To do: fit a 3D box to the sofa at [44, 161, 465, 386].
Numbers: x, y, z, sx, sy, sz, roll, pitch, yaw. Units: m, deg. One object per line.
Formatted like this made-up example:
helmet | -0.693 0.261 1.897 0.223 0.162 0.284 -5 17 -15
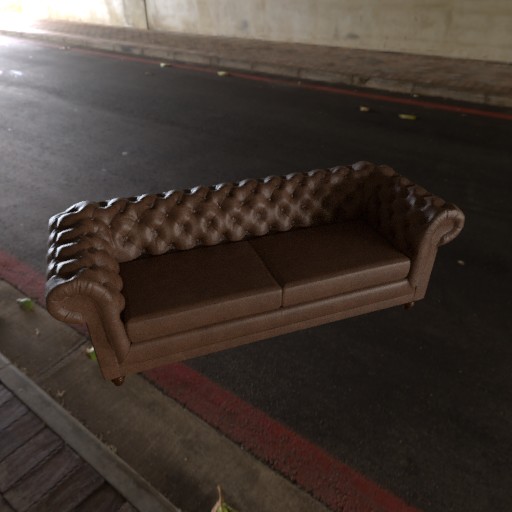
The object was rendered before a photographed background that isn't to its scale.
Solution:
sofa | 0.000 0.000 2.849 2.385 0.783 0.944 -11 34 -17
